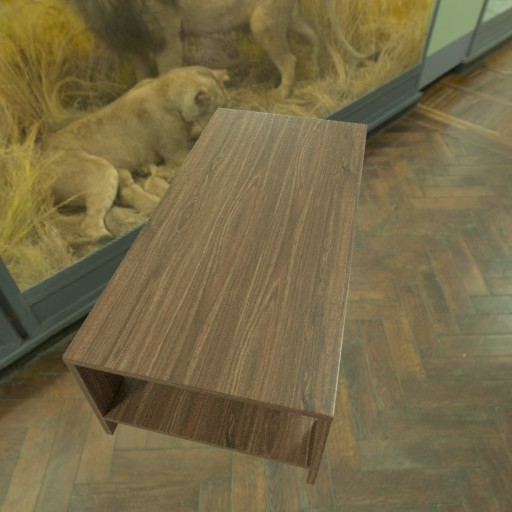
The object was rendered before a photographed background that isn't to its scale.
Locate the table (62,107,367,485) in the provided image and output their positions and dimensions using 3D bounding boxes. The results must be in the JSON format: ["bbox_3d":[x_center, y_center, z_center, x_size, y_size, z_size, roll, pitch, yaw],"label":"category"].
[{"bbox_3d":[0.000,0.000,1.485,0.600,0.400,1.200,9,46,9],"label":"table"}]
